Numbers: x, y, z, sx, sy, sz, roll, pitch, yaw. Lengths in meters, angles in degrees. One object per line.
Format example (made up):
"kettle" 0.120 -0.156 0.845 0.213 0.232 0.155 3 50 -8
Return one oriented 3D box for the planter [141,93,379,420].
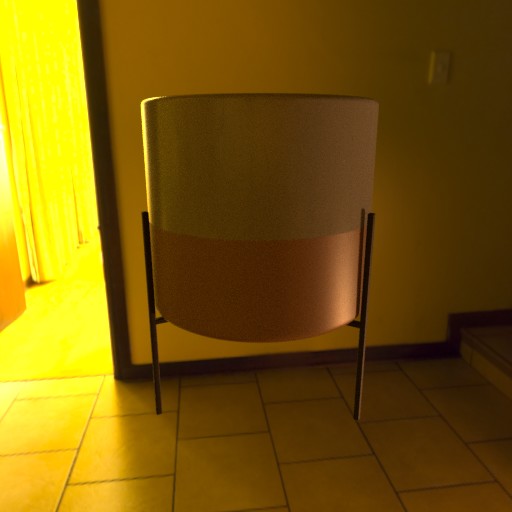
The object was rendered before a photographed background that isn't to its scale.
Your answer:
"planter" 0.000 0.000 0.724 0.360 0.480 0.348 -8 18 -27
